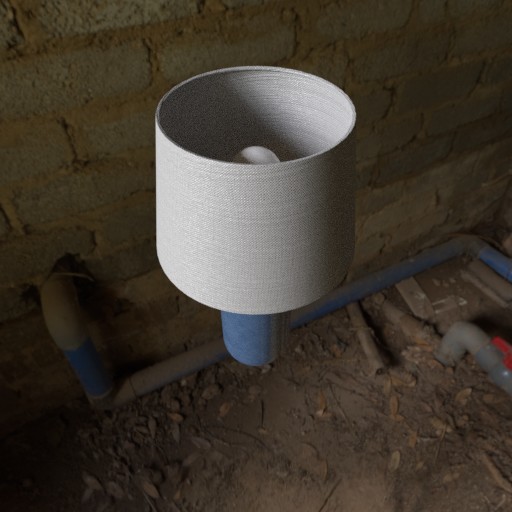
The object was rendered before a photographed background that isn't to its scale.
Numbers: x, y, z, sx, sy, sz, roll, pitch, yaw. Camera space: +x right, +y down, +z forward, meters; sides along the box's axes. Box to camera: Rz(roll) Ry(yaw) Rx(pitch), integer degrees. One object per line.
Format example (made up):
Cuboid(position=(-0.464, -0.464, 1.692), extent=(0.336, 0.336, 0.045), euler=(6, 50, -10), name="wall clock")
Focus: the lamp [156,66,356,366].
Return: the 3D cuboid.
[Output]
Cuboid(position=(0.000, 0.000, 0.599), extent=(0.253, 0.428, 0.253), euler=(0, 46, 0), name="lamp")
